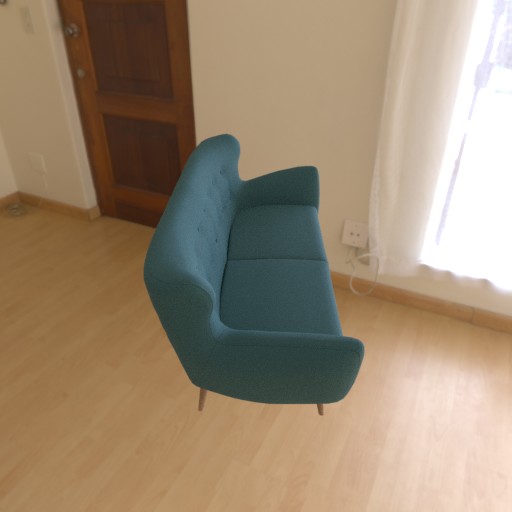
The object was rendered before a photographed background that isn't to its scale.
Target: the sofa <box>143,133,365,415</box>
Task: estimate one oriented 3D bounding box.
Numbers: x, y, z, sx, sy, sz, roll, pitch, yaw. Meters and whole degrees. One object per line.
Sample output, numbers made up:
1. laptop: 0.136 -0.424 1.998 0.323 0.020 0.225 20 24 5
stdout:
1. sofa: 0.000 0.000 2.536 0.889 0.890 1.930 1 32 1
